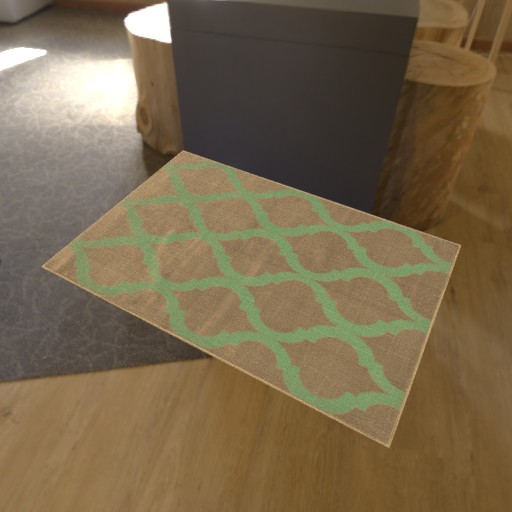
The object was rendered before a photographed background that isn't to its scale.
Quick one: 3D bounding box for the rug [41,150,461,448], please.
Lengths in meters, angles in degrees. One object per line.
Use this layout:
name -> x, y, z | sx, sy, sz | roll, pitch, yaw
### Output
rug -> 0.000, 0.000, 2.896 | 2.286, 0.006, 1.524 | 22, 50, 20
